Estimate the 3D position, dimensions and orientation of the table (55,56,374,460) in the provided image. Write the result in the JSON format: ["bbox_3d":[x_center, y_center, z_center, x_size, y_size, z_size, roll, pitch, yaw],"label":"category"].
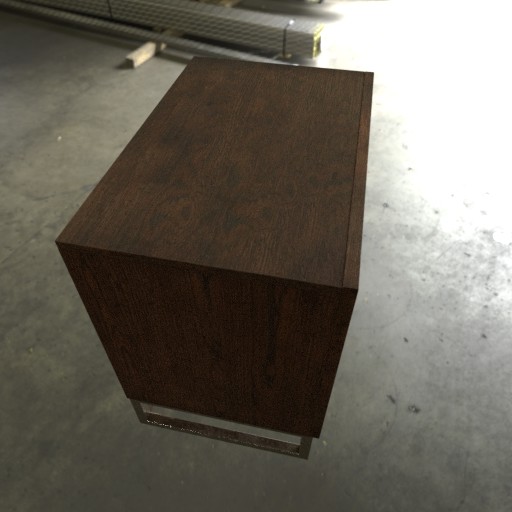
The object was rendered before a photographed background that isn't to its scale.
[{"bbox_3d":[0.000,0.000,1.231,0.542,0.746,0.767,9,47,8],"label":"table"}]
